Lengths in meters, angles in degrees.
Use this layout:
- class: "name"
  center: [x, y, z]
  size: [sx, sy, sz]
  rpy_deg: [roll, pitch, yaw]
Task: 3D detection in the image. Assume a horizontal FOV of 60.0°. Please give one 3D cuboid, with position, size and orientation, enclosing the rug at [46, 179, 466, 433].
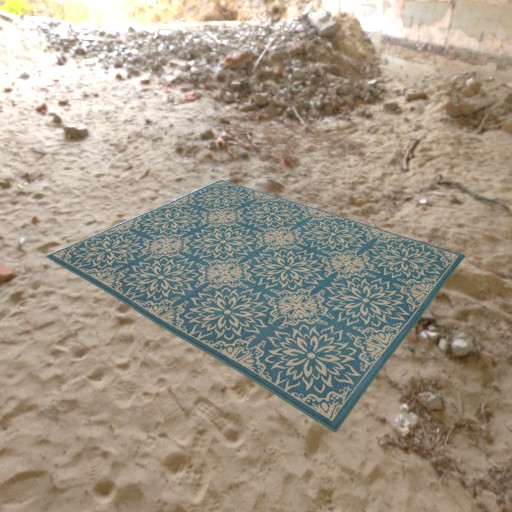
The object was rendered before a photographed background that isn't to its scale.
- class: "rug"
  center: [0.000, 0.000, 3.986]
  size: [2.964, 0.018, 2.350]
  rpy_deg: [22, 38, 32]
